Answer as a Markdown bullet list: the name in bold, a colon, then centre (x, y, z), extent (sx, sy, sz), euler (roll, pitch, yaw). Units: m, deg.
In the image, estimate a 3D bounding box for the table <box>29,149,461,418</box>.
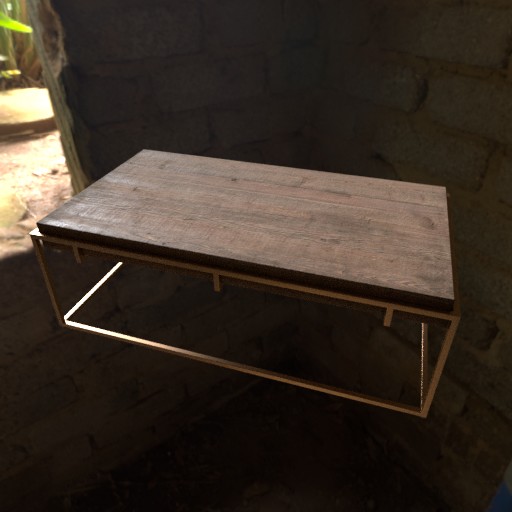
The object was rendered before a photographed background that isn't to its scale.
- **table**: centre (0.000, 0.000, 1.762), extent (1.387, 0.468, 0.775), euler (10, 35, 15)
